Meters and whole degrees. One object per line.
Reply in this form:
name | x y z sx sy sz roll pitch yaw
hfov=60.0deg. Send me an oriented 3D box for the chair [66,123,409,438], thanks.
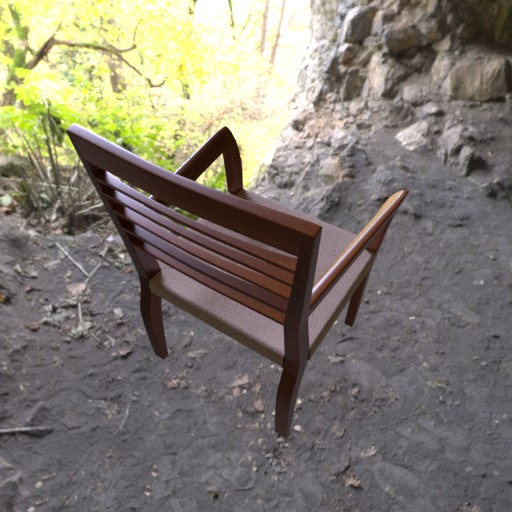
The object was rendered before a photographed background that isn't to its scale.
chair | 0.000 0.000 1.219 0.587 0.855 0.540 26 51 22
